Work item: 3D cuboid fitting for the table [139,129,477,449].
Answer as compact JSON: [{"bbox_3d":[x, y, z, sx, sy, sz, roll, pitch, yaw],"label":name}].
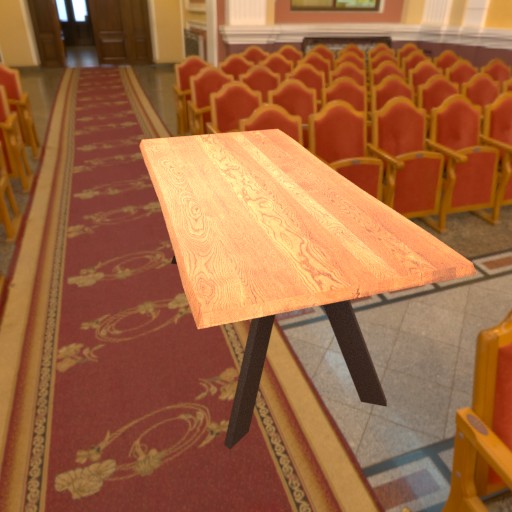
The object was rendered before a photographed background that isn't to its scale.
[{"bbox_3d":[0.000,0.000,2.200,0.900,0.770,1.800,-9,31,-15],"label":"table"}]
